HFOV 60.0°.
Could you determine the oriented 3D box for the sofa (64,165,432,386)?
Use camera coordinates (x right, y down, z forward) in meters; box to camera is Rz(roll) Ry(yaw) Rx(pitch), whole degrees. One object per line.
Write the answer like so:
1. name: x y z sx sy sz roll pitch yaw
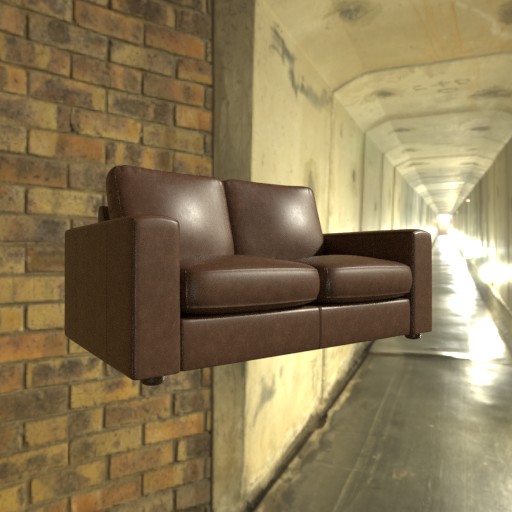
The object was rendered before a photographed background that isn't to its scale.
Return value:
1. sofa: 0.000 0.000 2.240 1.616 0.873 1.016 0 0 -35
